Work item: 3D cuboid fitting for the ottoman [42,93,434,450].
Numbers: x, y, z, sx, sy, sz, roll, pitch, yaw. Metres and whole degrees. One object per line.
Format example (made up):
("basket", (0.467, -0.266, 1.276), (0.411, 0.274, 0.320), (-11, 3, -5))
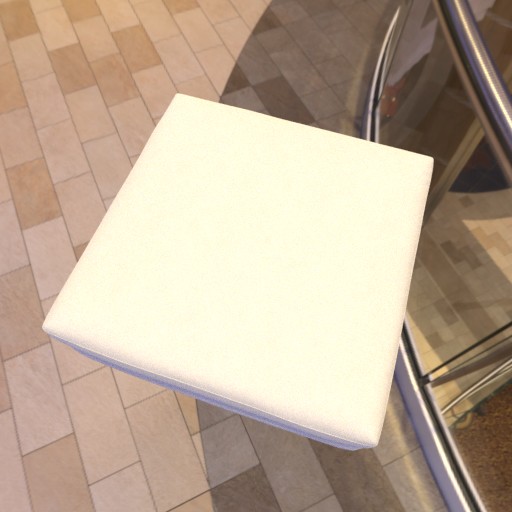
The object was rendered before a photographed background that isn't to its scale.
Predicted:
("ottoman", (0.000, 0.000, 1.764), (1.167, 0.482, 1.163), (17, 64, 8))
